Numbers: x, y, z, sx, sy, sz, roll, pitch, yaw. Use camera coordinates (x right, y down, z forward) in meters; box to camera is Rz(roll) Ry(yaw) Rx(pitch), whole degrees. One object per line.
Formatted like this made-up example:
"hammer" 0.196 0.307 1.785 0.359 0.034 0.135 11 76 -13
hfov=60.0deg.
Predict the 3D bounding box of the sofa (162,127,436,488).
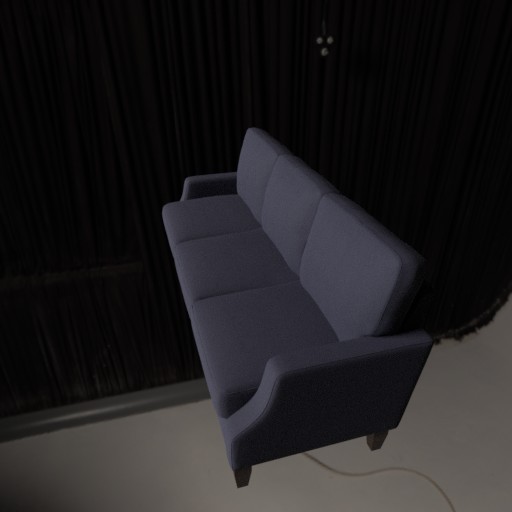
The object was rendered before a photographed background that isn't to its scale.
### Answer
"sofa" 0.000 0.000 2.539 0.888 0.984 2.115 -8 31 -14
